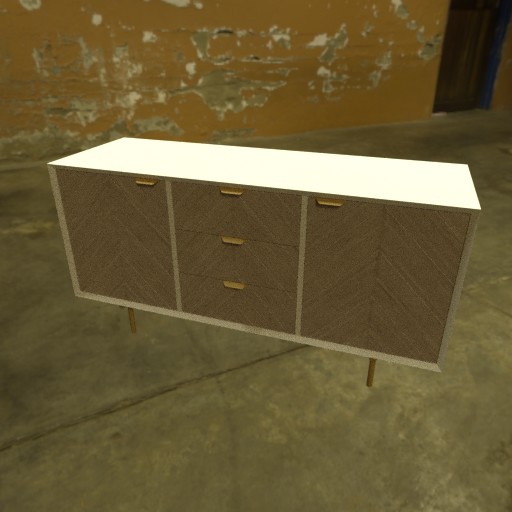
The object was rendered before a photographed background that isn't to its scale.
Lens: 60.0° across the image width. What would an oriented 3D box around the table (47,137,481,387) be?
[{"bbox_3d":[0.000,0.000,1.837,1.500,0.769,0.508,9,28,17],"label":"table"}]
